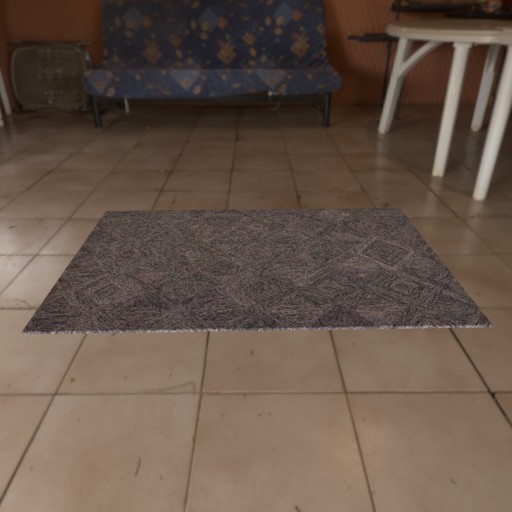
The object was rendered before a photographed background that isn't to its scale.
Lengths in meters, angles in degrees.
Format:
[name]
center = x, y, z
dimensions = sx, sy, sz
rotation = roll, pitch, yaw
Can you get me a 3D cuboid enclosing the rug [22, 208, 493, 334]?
[rug]
center = 0.000, 0.000, 2.816
dimensions = 2.298, 0.017, 1.501
rotation = -1, 29, -1
